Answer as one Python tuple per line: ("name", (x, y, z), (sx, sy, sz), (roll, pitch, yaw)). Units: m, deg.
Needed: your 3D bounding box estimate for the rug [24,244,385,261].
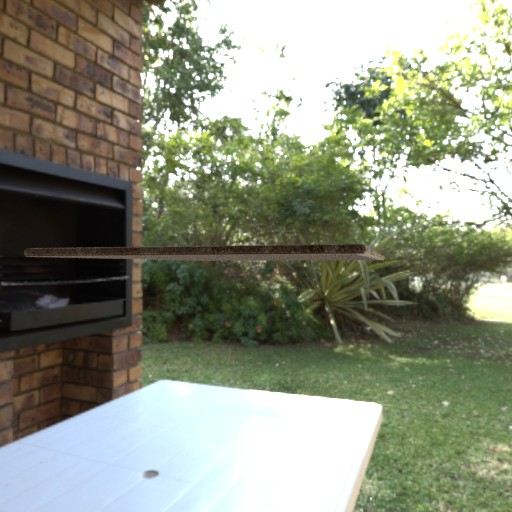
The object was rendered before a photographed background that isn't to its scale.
("rug", (0.000, 0.000, 2.272), (1.219, 0.030, 1.778), (0, -1, 18))
